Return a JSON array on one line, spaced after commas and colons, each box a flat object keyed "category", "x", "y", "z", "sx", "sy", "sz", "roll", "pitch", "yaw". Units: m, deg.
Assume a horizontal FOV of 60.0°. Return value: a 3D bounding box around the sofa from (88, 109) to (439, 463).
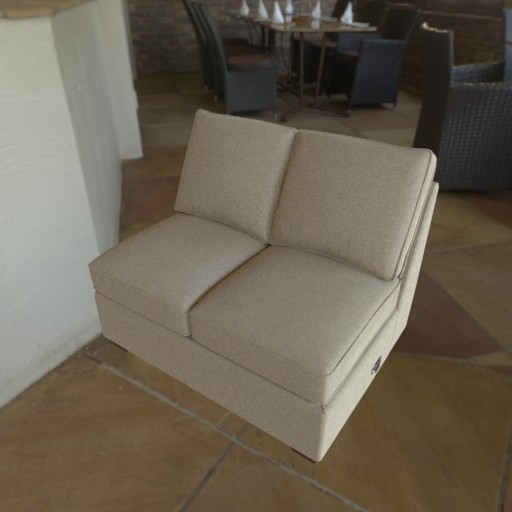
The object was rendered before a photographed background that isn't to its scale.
[{"category": "sofa", "x": 0.000, "y": 0.000, "z": 1.994, "sx": 1.237, "sy": 1.008, "sz": 0.951, "roll": 20, "pitch": 37, "yaw": 29}]
